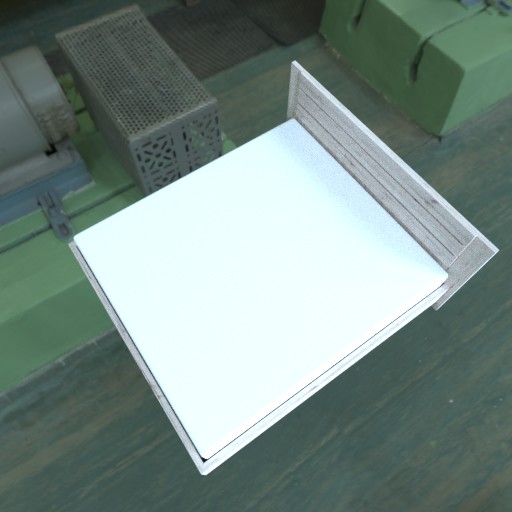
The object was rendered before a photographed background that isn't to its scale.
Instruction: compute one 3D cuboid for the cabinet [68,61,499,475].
[{"bbox_3d":[0.000,0.000,3.079,2.080,0.970,1.950,-32,67,-15],"label":"cabinet"}]
